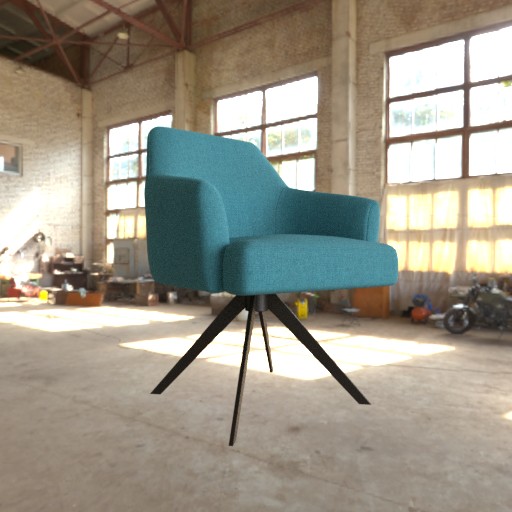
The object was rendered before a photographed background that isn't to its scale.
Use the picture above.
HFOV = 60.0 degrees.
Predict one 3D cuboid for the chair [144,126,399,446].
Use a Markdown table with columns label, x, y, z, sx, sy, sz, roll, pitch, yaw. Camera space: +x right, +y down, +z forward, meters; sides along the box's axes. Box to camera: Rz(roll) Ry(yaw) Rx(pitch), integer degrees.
| label | x | y | z | sx | sy | sz | roll | pitch | yaw |
| --- | --- | --- | --- | --- | --- | --- | --- | --- | --- |
| chair | 0.000 | 0.000 | 1.360 | 0.642 | 0.874 | 0.677 | 0 | 0 | -36 |
